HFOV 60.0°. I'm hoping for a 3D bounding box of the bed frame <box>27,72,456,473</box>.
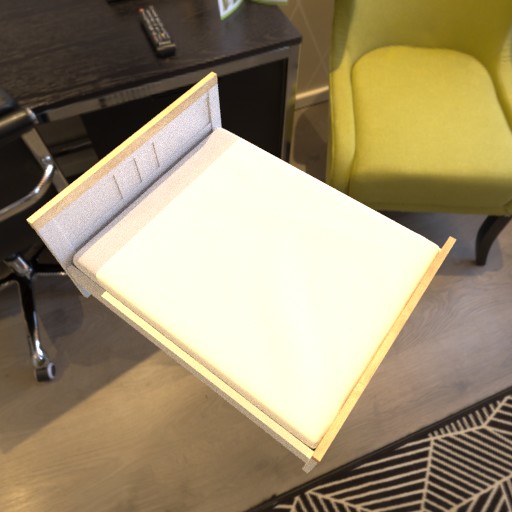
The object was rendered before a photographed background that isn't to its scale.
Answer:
[{"bbox_3d":[0.000,0.000,2.994,2.050,0.980,1.670,33,64,18],"label":"bed frame"}]
